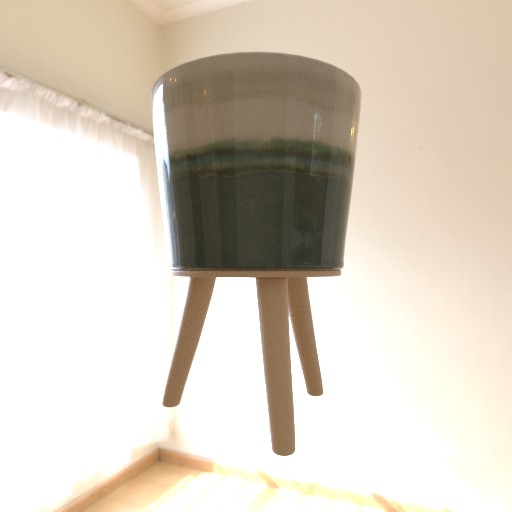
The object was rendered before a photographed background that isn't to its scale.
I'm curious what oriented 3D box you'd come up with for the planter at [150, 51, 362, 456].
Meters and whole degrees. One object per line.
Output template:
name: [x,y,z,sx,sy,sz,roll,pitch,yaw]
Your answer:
planter: [0.000,0.000,0.464,0.217,0.331,0.217,0,-1,-1]
